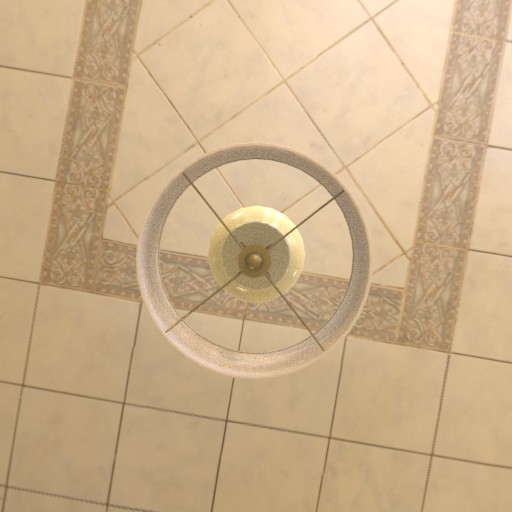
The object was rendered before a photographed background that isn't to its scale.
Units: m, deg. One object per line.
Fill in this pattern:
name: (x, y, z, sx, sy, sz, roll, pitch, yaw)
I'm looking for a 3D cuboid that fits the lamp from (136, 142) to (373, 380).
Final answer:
lamp: (0.000, 0.000, 0.550, 0.239, 0.399, 0.239, 0, 91, 0)
